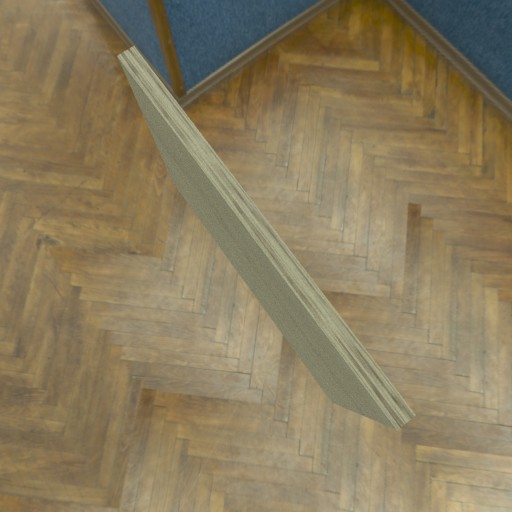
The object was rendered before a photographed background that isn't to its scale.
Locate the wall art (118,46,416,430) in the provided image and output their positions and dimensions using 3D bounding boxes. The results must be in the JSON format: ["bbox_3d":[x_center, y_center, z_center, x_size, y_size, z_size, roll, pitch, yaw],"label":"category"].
[{"bbox_3d":[0.000,0.000,1.077,0.063,0.609,0.841,-35,78,-8],"label":"wall art"}]
